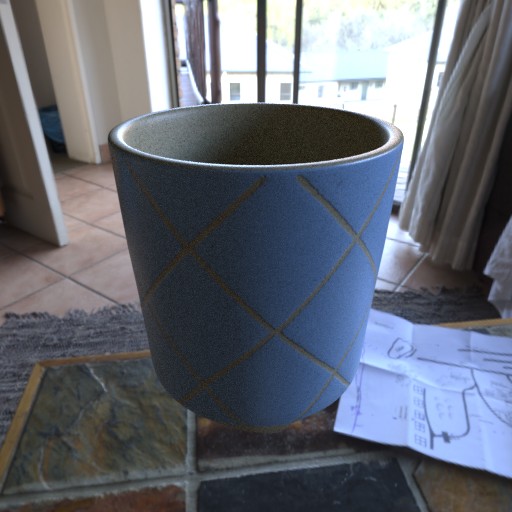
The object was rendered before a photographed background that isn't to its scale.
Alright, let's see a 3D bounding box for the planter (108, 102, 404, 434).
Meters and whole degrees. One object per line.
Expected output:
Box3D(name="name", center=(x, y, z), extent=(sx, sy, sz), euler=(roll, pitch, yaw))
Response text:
Box3D(name="planter", center=(0.000, 0.000, 0.408), extent=(0.227, 0.235, 0.227), euler=(0, 28, 0))
